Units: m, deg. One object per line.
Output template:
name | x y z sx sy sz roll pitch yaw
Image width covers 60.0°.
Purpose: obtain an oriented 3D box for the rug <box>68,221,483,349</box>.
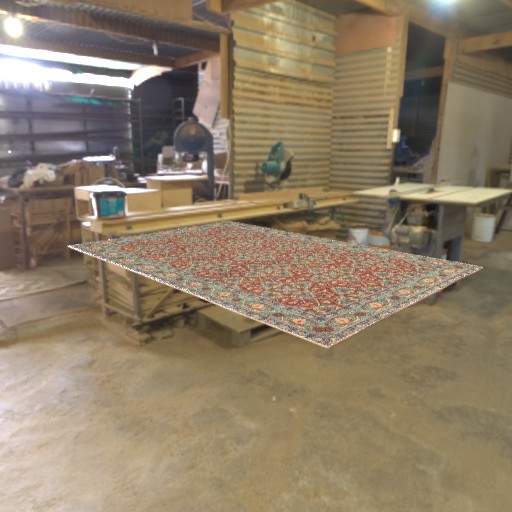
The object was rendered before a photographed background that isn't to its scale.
rug | 0.000 0.000 2.306 1.219 0.009 1.829 -13 19 -43
